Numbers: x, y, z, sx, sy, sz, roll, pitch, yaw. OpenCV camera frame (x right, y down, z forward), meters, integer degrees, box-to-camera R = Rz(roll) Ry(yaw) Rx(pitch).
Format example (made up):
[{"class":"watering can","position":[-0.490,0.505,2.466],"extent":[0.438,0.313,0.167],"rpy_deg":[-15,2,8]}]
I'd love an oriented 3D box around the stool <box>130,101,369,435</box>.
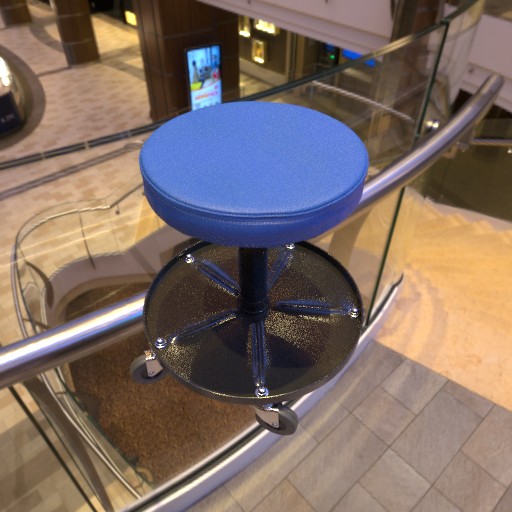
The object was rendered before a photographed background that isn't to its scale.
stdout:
[{"class":"stool","position":[0.000,0.000,0.655],"extent":[0.381,0.365,0.382],"rpy_deg":[1,42,1]}]
